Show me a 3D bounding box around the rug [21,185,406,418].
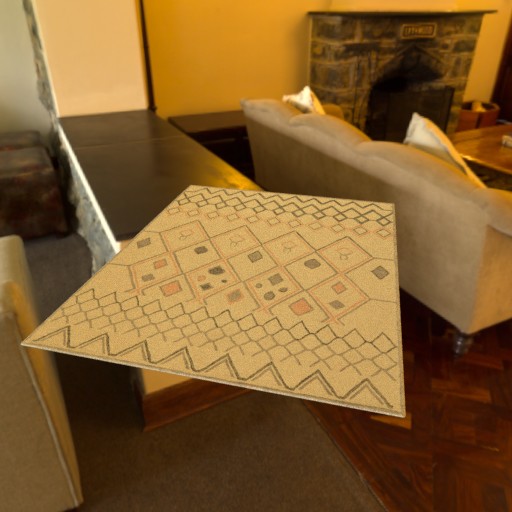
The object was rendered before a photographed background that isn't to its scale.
[{"bbox_3d":[0.000,0.000,3.949,2.441,0.016,3.050,7,30,12],"label":"rug"}]
